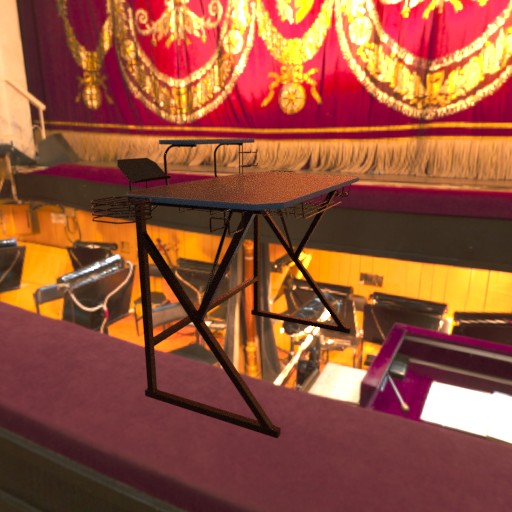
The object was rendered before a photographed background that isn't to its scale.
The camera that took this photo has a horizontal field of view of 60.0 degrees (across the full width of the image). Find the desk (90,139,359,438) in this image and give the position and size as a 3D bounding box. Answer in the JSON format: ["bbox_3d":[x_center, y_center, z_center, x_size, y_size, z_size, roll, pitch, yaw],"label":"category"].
[{"bbox_3d":[0.000,0.000,1.791,0.594,0.909,1.295,7,17,25],"label":"desk"}]
